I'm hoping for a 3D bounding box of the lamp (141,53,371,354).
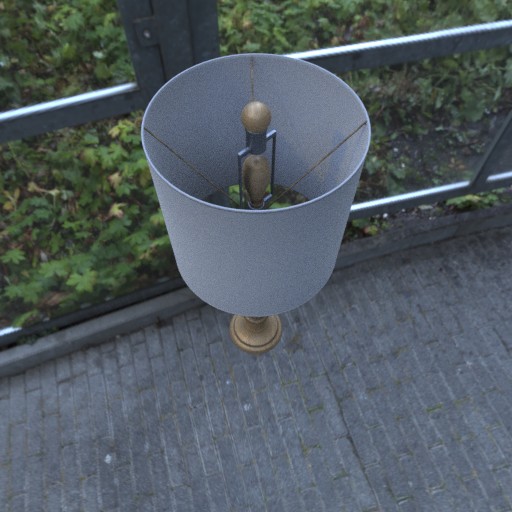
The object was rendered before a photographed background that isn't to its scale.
[{"bbox_3d":[0.000,0.000,0.720,0.250,0.597,0.250,-2,58,-1],"label":"lamp"}]
